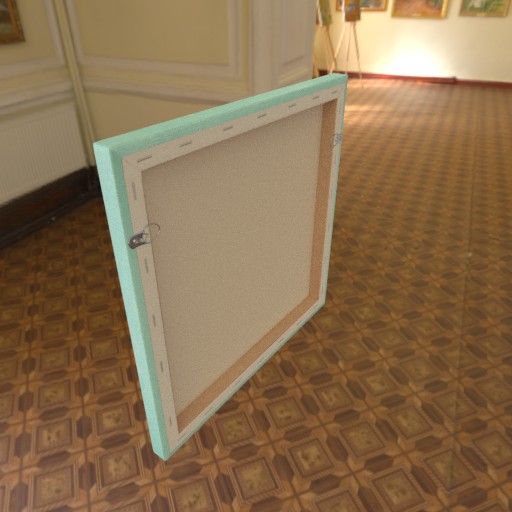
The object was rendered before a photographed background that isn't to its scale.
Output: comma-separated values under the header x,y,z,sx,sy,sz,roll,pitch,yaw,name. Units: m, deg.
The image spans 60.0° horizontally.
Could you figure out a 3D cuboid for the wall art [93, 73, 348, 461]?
x,y,z,sx,sy,sz,roll,pitch,yaw,name
0.000,0.000,1.574,0.070,1.073,1.071,22,38,31,wall art
